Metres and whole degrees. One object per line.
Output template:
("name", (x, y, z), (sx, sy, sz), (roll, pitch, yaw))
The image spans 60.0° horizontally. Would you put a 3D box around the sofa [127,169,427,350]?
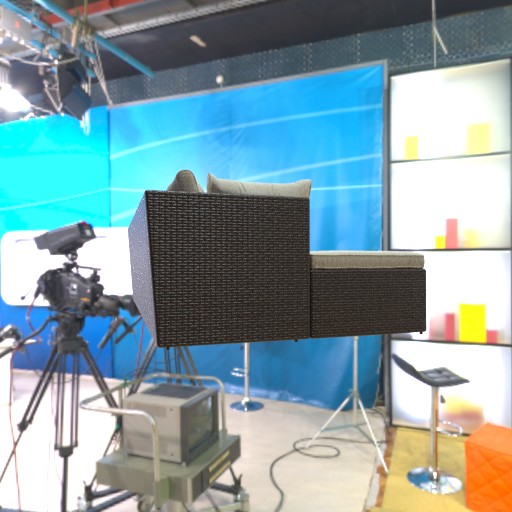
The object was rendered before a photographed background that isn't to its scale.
("sofa", (0.000, 0.000, 2.999), (1.612, 0.766, 2.192), (0, -1, -18))
